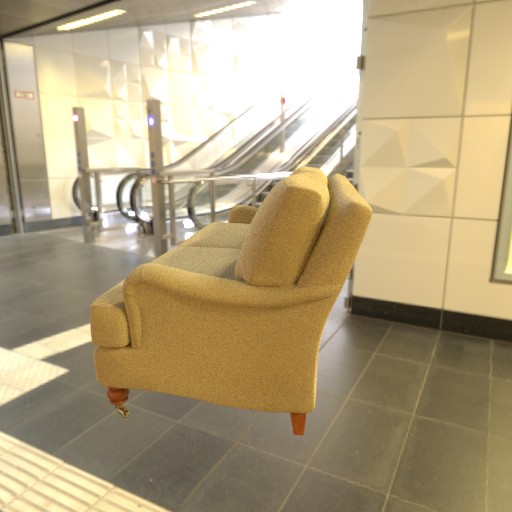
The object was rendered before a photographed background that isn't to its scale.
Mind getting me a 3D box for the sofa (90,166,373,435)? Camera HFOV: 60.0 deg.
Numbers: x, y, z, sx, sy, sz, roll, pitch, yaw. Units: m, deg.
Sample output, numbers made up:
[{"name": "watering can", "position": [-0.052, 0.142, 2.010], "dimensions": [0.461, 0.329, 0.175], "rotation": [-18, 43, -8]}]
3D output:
[{"name": "sofa", "position": [0.000, 0.000, 2.607], "dimensions": [1.091, 0.997, 2.070], "rotation": [2, 13, 8]}]
